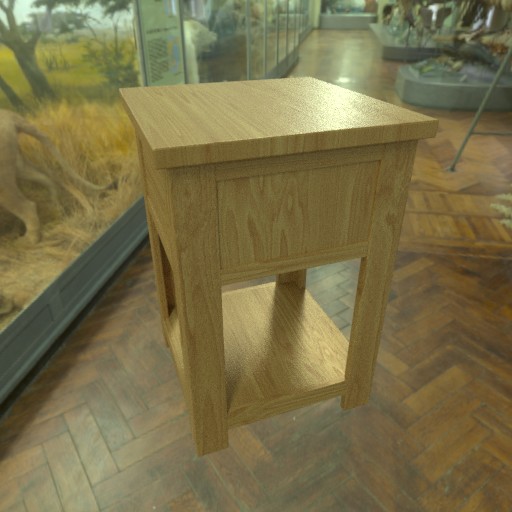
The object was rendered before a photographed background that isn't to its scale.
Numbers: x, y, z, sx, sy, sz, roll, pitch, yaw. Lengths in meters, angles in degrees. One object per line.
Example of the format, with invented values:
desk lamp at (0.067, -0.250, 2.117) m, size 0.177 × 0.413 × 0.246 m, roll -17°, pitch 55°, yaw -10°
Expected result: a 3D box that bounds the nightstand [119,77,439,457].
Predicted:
nightstand at (0.000, 0.000, 0.915) m, size 0.418 × 0.614 × 0.428 m, roll -11°, pitch 32°, yaw -17°
